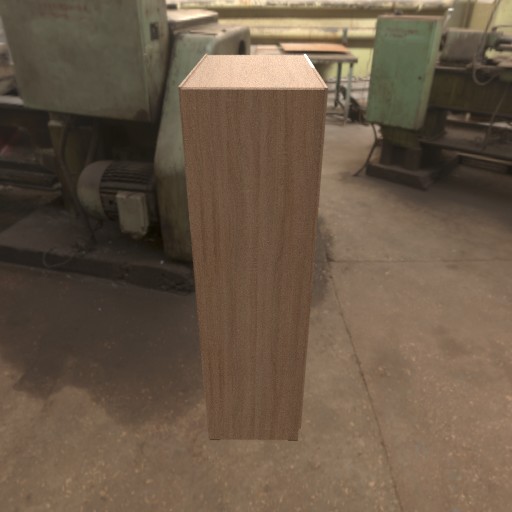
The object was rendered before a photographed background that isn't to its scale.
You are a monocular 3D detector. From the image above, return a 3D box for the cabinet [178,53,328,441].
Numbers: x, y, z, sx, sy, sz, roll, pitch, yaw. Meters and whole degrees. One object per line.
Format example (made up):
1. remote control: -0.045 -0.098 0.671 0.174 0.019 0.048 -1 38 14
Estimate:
1. cabinet: 0.000 0.000 2.678 0.590 2.121 1.001 0 31 0
